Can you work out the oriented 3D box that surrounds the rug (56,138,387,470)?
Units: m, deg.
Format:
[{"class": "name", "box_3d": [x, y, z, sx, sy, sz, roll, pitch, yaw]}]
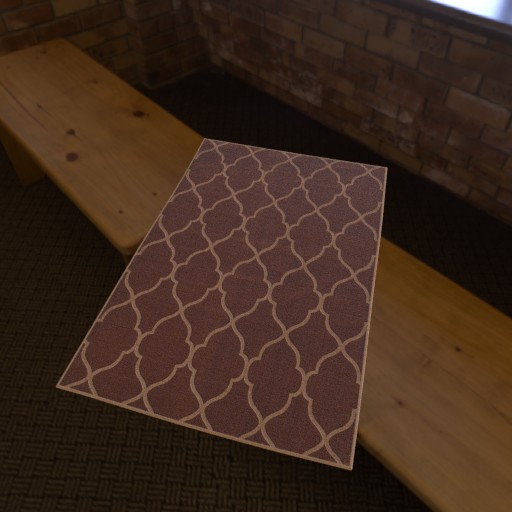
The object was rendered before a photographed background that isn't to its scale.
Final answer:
[{"class": "rug", "box_3d": [0.000, 0.000, 2.863, 1.526, 0.014, 2.290, 11, 50, 10]}]
